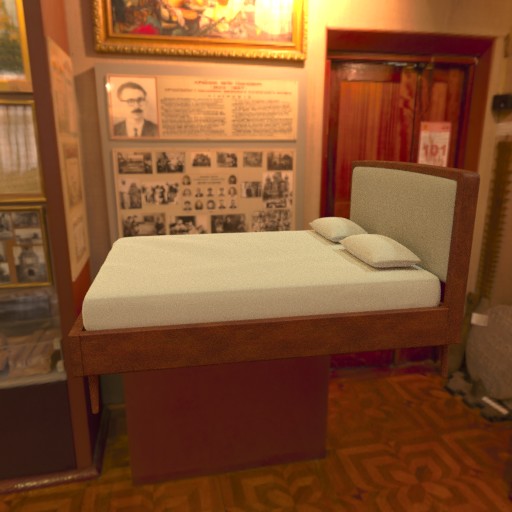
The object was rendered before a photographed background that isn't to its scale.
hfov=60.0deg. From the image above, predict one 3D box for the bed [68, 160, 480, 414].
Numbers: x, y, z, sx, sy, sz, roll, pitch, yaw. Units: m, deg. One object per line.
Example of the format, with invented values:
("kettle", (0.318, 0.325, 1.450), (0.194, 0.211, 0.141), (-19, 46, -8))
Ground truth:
("bed", (0.000, 0.000, 3.120), (2.196, 1.275, 1.587), (-3, 15, -10))
